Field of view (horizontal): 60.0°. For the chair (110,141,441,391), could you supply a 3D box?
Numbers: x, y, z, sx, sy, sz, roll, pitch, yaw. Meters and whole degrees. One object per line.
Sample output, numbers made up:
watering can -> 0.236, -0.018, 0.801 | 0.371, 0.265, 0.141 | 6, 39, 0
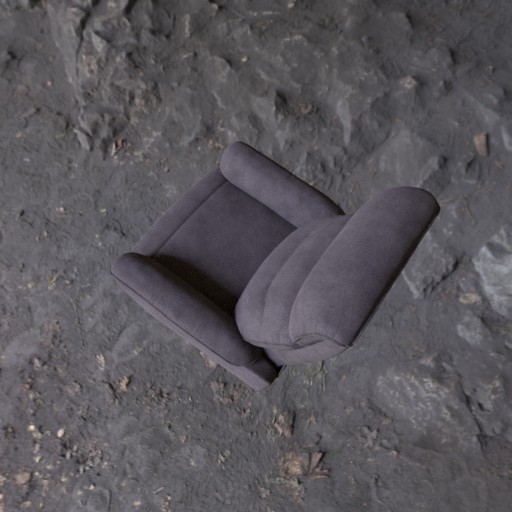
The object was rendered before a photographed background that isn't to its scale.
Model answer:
chair -> 0.000, 0.000, 1.783 | 1.009, 1.036, 0.830 | 33, 67, 16
